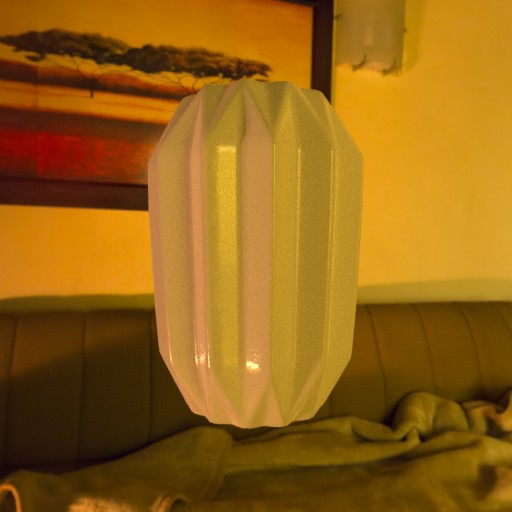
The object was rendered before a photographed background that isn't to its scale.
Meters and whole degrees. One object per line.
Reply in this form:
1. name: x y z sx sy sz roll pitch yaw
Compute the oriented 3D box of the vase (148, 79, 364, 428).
1. vase: 0.000 0.000 0.408 0.195 0.275 0.195 0 0 0
